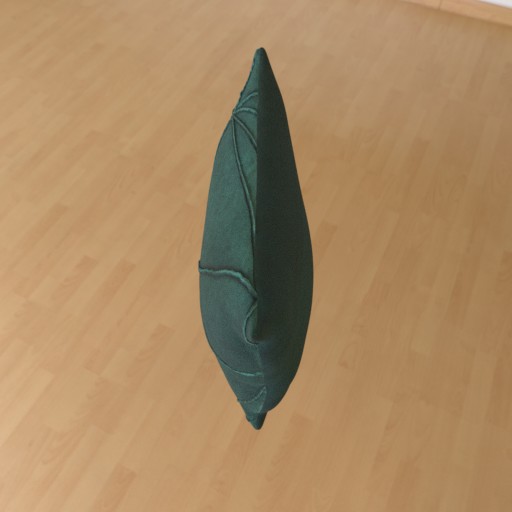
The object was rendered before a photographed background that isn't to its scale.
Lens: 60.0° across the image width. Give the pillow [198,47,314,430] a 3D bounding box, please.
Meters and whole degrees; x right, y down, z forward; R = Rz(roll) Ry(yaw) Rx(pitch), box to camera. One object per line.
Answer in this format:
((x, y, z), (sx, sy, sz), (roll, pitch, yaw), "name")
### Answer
((0.000, 0.000, 0.694), (0.184, 0.440, 0.439), (1, 58, 1), "pillow")
